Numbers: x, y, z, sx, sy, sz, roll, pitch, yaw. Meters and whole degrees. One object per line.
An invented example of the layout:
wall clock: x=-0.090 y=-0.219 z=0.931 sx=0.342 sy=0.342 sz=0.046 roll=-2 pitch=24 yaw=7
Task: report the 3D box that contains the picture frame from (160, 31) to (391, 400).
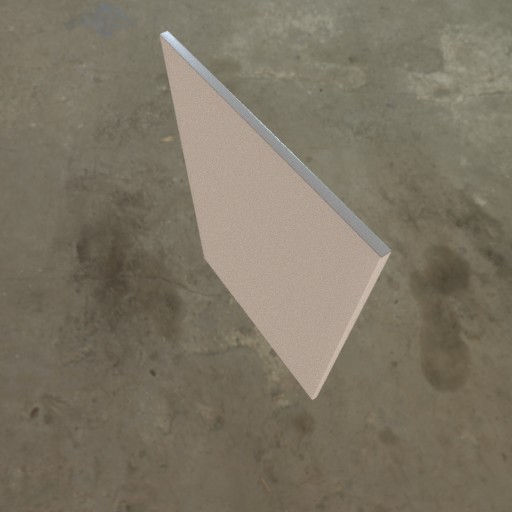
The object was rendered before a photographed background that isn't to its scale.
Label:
picture frame: x=0.000 y=0.000 z=0.683 sx=0.012 sy=0.534 sz=0.381 roll=-32 pitch=65 yaw=-17
